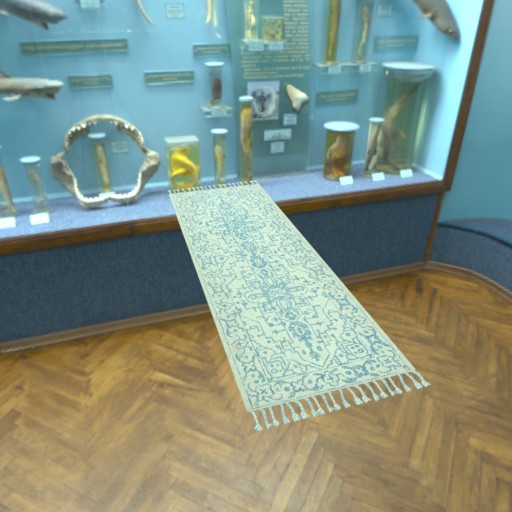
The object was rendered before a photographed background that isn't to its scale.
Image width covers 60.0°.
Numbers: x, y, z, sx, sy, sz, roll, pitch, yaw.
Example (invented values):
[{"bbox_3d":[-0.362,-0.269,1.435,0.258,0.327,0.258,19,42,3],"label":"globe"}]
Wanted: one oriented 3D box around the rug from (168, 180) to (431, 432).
[{"bbox_3d":[0.000,0.000,2.749,0.774,0.011,2.449,-9,32,-15],"label":"rug"}]
